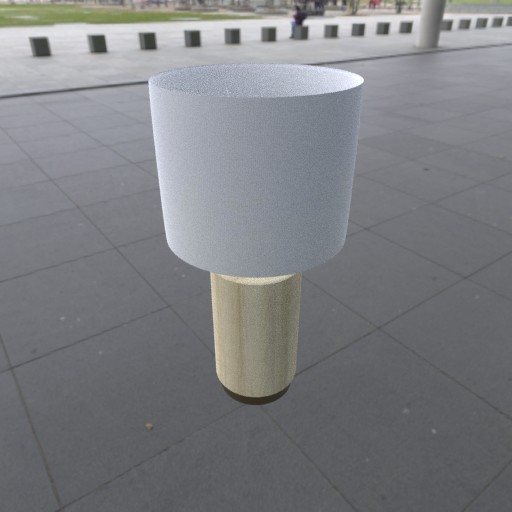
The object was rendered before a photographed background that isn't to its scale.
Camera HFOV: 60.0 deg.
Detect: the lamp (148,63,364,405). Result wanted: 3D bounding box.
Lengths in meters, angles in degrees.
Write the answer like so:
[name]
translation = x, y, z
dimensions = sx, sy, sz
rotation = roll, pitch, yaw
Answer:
[lamp]
translation = 0.000, 0.000, 0.586
dimensions = 0.228, 0.444, 0.228
rotation = -11, 32, -18
